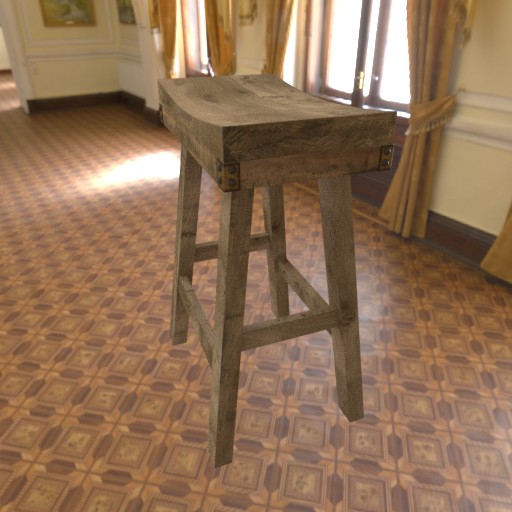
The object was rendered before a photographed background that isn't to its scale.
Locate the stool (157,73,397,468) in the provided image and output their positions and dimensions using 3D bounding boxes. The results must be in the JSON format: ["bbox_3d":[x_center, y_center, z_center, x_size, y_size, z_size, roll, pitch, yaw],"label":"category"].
[{"bbox_3d":[0.000,0.000,0.906,0.330,0.635,0.450,-11,31,-18],"label":"stool"}]
